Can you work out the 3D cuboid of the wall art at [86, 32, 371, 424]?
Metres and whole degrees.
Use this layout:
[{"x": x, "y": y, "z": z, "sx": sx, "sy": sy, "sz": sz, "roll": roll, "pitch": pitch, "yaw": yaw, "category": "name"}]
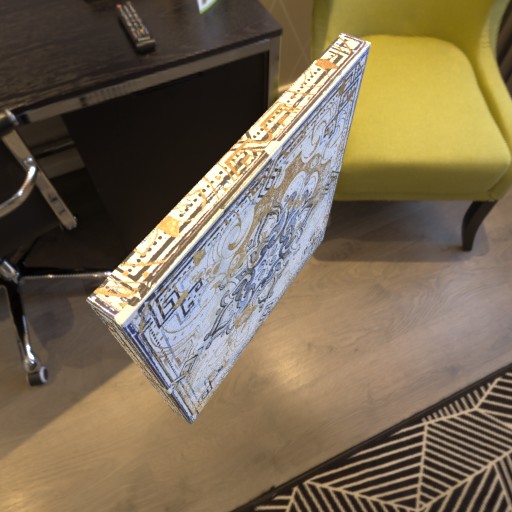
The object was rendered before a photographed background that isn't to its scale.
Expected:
[{"x": 0.000, "y": 0.000, "z": 0.597, "sx": 0.038, "sy": 0.410, "sz": 0.411, "roll": 30, "pitch": 64, "yaw": 17, "category": "wall art"}]
